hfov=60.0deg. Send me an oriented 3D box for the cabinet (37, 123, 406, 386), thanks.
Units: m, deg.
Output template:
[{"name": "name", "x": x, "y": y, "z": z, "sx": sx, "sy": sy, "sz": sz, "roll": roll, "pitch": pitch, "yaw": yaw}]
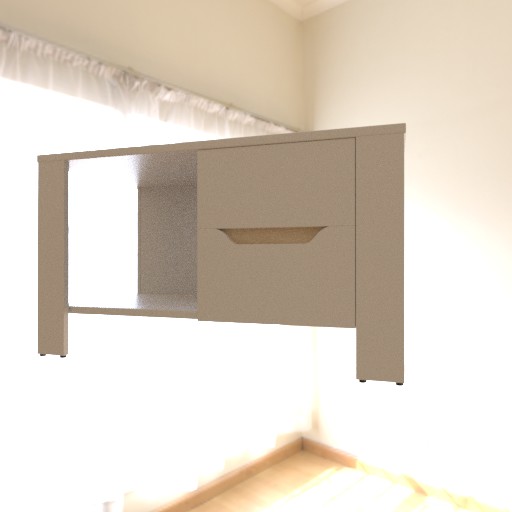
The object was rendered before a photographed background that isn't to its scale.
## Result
[{"name": "cabinet", "x": 0.000, "y": 0.000, "z": 1.273, "sx": 0.800, "sy": 0.460, "sz": 0.800, "roll": 0, "pitch": 0, "yaw": 17}]
